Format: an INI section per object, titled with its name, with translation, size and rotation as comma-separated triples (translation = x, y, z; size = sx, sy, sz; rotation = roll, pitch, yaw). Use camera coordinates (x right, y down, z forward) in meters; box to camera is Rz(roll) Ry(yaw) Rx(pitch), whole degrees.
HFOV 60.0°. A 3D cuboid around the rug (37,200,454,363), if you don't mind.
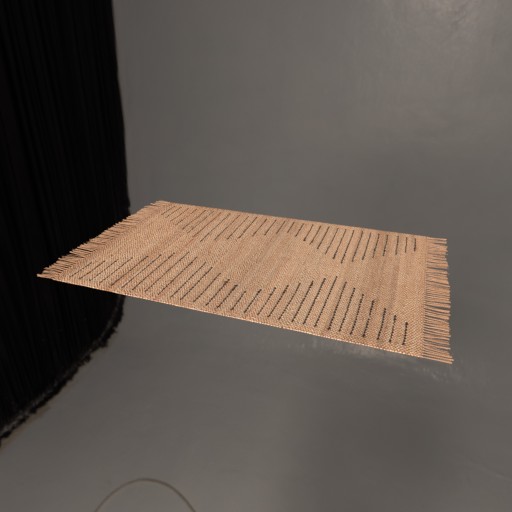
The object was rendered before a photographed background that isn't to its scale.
[rug]
translation = 0.000, 0.000, 2.548
size = 2.085, 0.027, 1.224
rotation = 9, 29, 18
